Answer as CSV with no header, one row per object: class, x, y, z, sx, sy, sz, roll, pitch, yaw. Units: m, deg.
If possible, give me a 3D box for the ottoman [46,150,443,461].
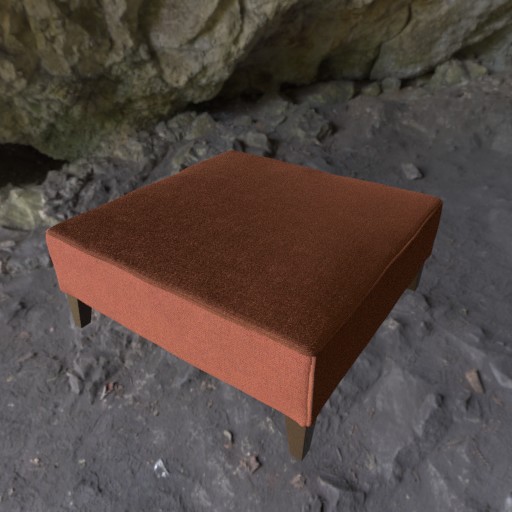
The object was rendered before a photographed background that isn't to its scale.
ottoman,0.000,0.000,1.594,0.999,0.438,0.997,20,37,29
